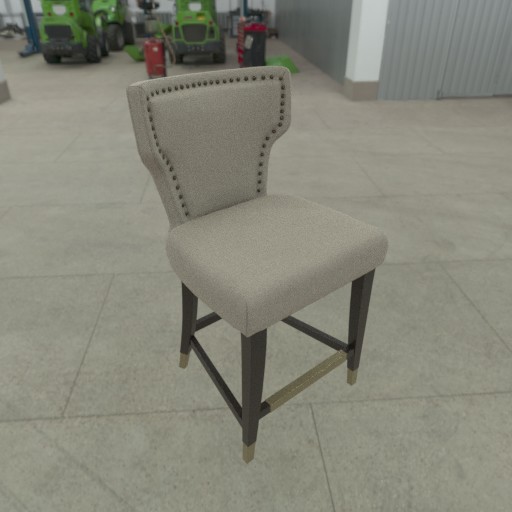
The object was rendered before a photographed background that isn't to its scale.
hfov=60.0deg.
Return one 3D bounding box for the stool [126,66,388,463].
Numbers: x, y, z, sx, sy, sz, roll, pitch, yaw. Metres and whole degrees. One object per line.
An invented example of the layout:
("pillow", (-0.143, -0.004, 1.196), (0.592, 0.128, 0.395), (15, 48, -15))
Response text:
("stool", (0.000, 0.000, 1.324), (0.527, 0.982, 0.563), (-23, 38, -33))
